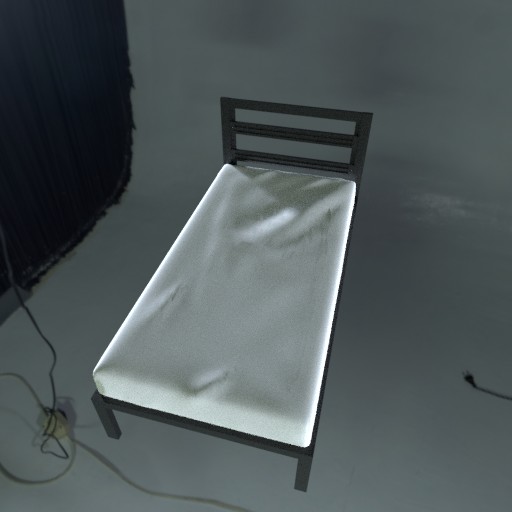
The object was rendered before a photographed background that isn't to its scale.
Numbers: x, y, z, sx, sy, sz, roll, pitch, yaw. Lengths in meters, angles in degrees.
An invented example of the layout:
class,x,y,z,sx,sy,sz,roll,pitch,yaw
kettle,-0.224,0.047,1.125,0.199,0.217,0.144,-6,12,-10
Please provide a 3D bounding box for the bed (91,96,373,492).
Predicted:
class,x,y,z,sx,sy,sz,roll,pitch,yaw
bed,0.000,0.000,2.471,0.991,0.967,1.930,10,42,11
